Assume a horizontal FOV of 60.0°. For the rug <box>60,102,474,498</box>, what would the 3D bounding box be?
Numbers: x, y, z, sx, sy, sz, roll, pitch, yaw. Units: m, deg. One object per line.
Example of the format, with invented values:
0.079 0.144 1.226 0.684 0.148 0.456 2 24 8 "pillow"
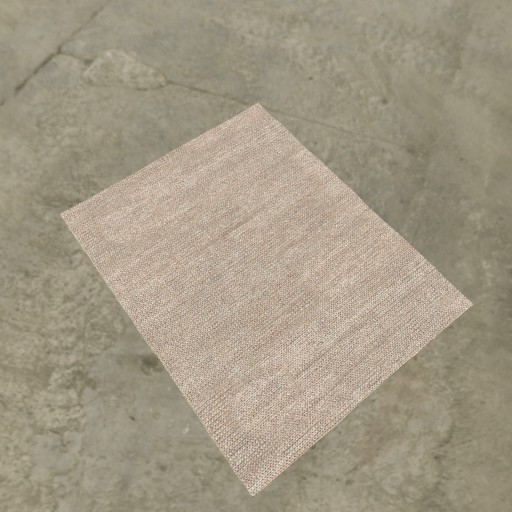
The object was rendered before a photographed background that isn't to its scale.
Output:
0.000 0.000 4.048 2.429 0.030 3.052 -34 67 -17 "rug"
